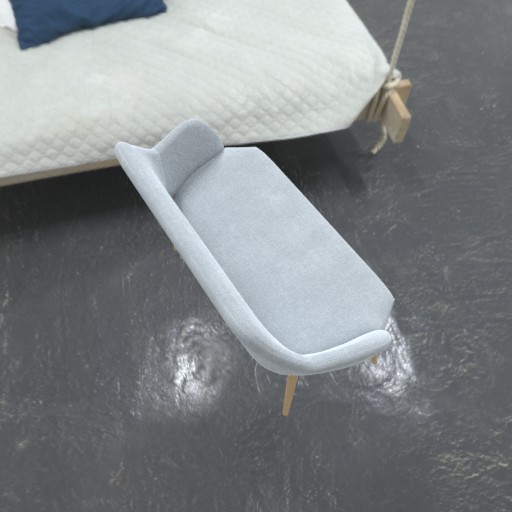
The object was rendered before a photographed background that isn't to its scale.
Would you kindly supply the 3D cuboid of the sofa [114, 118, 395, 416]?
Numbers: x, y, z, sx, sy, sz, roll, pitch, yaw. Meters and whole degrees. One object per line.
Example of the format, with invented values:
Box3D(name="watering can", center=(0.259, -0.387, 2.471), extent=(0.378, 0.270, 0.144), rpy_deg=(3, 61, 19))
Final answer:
Box3D(name="sofa", center=(0.000, 0.000, 1.691), extent=(0.610, 0.840, 1.150), rpy_deg=(-29, 63, -17))
